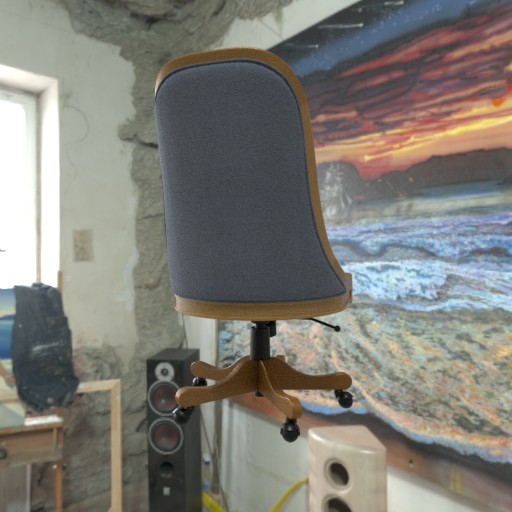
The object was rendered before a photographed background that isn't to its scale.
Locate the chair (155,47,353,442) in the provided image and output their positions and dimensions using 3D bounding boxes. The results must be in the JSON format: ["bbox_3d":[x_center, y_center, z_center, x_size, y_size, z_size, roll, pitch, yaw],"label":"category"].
[{"bbox_3d":[0.000,0.000,1.453,0.605,1.031,0.735,0,0,17],"label":"chair"}]
